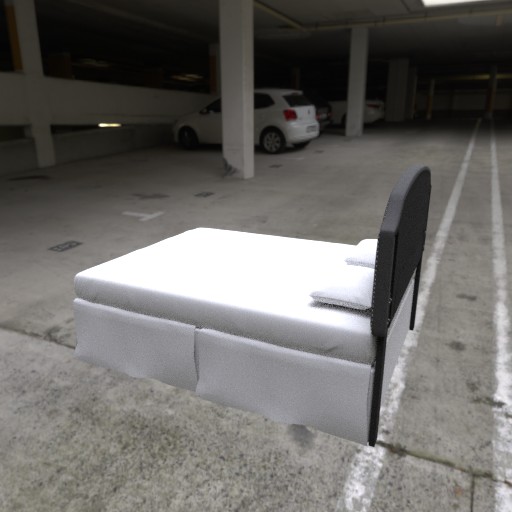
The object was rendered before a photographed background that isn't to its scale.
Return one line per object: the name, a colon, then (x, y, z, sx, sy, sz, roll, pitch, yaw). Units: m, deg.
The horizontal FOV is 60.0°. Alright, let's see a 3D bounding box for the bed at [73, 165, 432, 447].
bed: (0.000, 0.000, 2.995, 1.999, 1.270, 1.558, 8, 19, 25)
